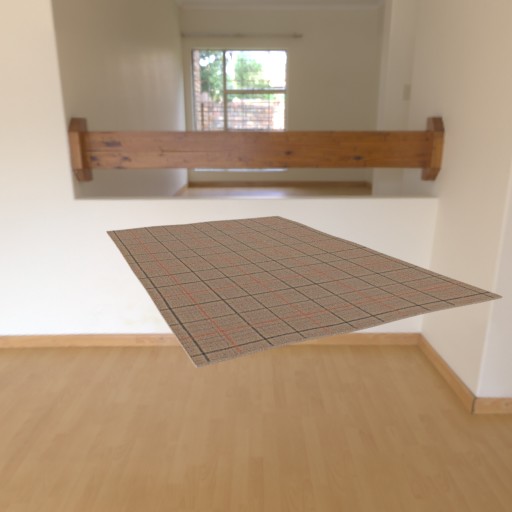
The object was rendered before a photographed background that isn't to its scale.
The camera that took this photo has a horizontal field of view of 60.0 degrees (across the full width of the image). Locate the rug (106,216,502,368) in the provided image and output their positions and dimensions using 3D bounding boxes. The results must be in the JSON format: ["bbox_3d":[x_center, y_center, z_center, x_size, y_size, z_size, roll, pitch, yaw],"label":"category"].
[{"bbox_3d":[0.000,0.000,2.238,1.220,0.013,1.829,-7,17,-24],"label":"rug"}]
